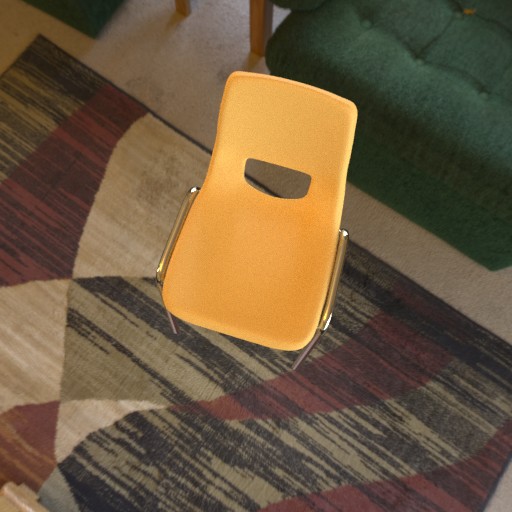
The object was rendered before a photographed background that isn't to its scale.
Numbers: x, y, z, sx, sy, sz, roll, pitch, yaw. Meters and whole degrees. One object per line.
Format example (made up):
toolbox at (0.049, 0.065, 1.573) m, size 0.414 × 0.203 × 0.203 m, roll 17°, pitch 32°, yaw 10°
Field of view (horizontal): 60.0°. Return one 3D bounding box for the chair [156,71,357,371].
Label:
chair at (0.000, 0.000, 0.994) m, size 0.381 × 0.704 × 0.436 m, roll 16°, pitch 78°, yaw 4°
